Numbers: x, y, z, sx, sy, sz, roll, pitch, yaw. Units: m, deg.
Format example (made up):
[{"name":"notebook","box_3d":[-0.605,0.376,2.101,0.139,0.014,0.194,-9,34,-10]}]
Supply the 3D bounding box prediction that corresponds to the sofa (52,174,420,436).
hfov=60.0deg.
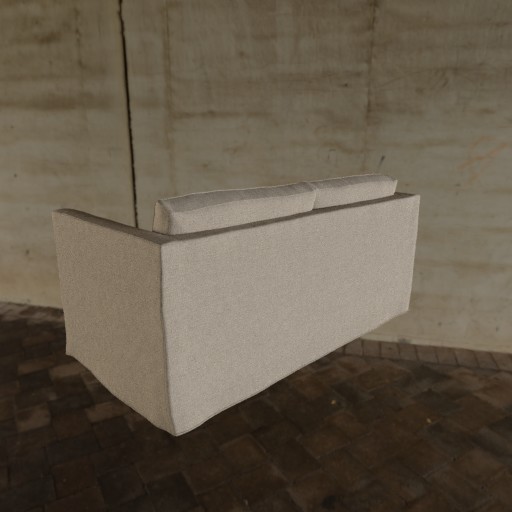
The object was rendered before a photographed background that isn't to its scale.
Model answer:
[{"name":"sofa","box_3d":[0.000,0.000,2.353,1.766,0.828,0.956,-14,21,-42]}]
